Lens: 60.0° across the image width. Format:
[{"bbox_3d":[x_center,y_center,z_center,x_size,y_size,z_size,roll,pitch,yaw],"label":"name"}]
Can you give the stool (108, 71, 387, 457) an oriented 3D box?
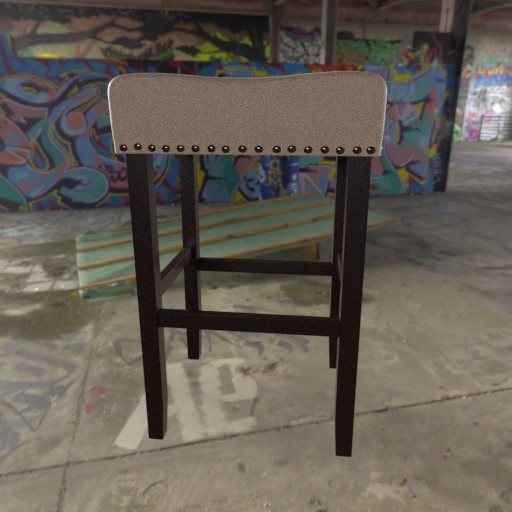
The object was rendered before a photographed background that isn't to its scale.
[{"bbox_3d":[0.000,0.000,1.023,0.471,0.762,0.401,2,18,6],"label":"stool"}]
